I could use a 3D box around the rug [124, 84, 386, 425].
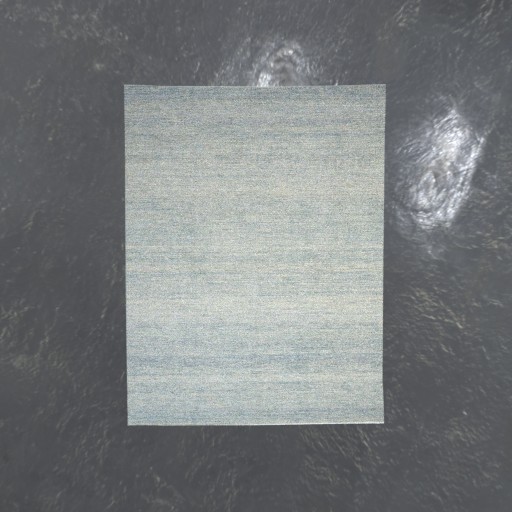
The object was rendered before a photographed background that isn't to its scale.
[{"bbox_3d":[0.000,0.000,4.194,2.461,0.046,3.237,0,91,-1],"label":"rug"}]
